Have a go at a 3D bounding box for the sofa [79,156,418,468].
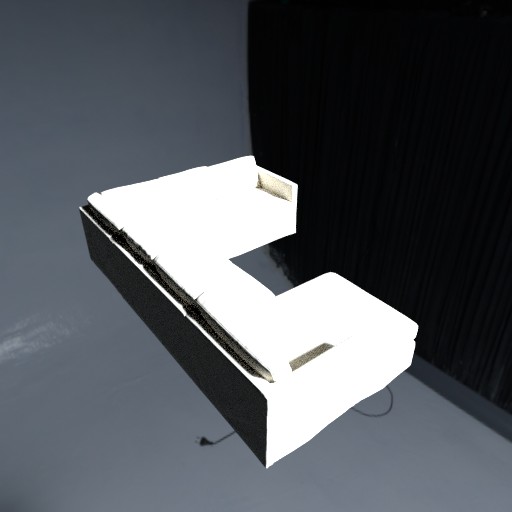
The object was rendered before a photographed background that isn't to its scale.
[{"bbox_3d":[0.000,0.000,4.574,2.448,0.882,3.464,-22,38,-32],"label":"sofa"}]
